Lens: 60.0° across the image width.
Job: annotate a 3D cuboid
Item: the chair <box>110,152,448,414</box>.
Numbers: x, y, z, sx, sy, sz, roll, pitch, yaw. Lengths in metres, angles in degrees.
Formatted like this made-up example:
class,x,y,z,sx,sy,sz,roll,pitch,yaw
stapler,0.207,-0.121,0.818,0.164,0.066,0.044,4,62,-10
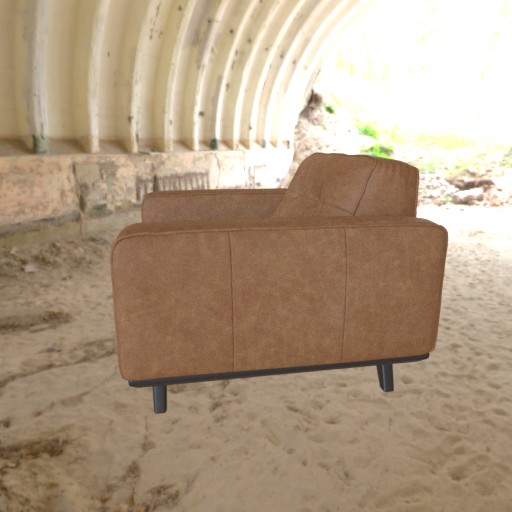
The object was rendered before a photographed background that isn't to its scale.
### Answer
class,x,y,z,sx,sy,sz,roll,pitch,yaw
chair,0.000,0.000,1.733,0.952,0.782,1.118,-2,14,-9
